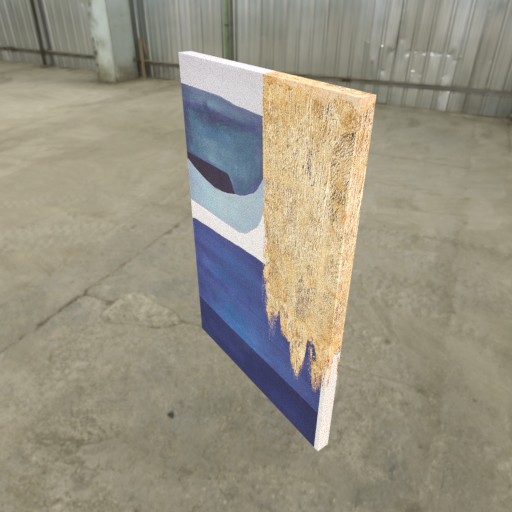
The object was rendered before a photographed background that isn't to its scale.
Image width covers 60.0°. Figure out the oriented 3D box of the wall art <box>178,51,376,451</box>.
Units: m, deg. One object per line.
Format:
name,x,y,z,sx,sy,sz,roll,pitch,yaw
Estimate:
wall art,0.000,0.000,1.156,0.039,0.911,0.607,-22,38,-30
